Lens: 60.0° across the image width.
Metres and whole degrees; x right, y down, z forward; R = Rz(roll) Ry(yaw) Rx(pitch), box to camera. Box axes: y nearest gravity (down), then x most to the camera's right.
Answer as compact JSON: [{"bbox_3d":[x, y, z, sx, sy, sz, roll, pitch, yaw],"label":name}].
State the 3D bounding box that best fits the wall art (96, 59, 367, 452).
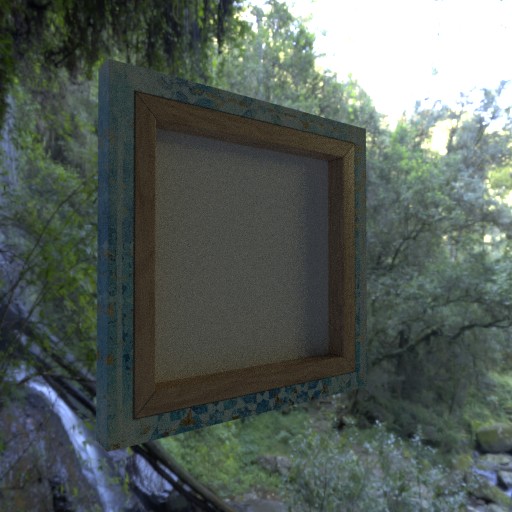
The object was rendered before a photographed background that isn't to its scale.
[{"bbox_3d":[0.000,0.000,0.590,0.405,0.405,0.037,1,-1,-36],"label":"wall art"}]
